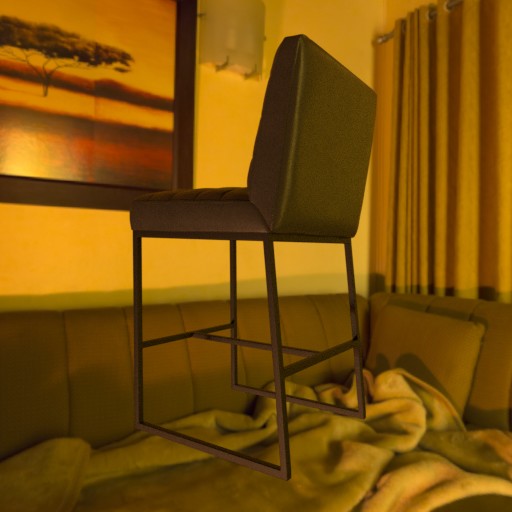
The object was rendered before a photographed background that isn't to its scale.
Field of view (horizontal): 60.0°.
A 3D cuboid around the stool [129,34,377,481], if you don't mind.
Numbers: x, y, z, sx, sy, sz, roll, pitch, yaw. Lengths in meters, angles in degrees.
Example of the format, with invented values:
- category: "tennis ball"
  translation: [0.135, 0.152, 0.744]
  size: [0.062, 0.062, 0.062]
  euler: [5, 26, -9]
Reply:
- category: "stool"
  translation: [0.000, 0.000, 1.237]
  size: [0.552, 0.938, 0.457]
  euler: [0, 1, 35]
